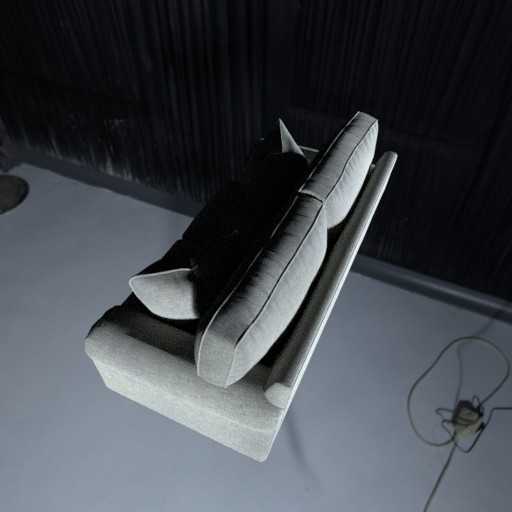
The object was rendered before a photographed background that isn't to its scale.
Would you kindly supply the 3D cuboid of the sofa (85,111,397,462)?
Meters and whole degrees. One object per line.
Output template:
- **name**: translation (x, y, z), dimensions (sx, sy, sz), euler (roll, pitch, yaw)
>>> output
- **sofa**: translation (0.000, 0.000, 2.242), dimensions (0.966, 0.966, 1.701), euler (19, 48, 17)
